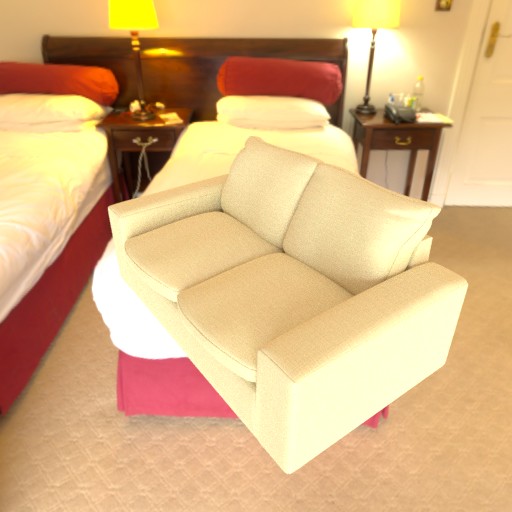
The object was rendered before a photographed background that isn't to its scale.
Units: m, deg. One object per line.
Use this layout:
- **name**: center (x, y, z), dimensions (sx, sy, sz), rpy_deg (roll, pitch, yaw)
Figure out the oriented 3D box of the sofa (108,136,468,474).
- **sofa**: center (0.000, 0.000, 2.363), dimensions (1.091, 0.875, 1.754), rpy_deg (-20, 36, -30)
